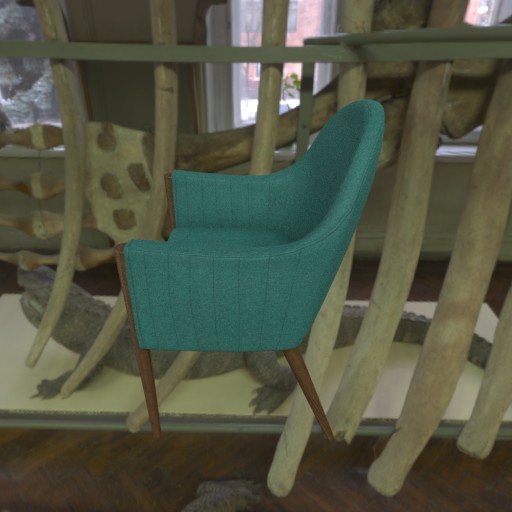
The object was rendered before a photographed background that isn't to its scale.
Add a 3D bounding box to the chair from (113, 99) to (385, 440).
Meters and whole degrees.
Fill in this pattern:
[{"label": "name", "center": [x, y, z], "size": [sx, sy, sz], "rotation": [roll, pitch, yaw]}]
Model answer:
[{"label": "chair", "center": [0.000, 0.000, 1.360], "size": [0.652, 0.907, 0.656], "rotation": [0, 27, 1]}]
